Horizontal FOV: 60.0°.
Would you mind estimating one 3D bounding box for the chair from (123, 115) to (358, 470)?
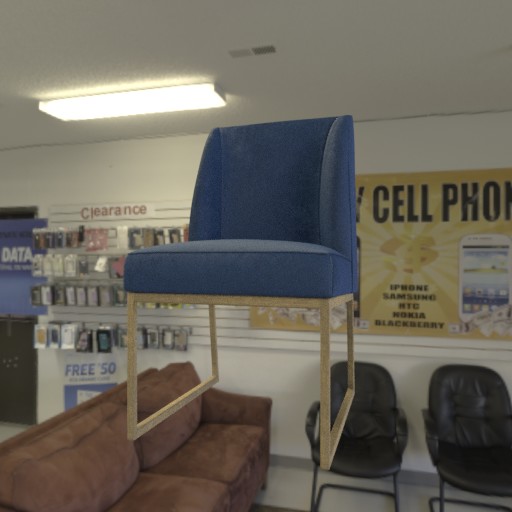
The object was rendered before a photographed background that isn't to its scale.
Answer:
[{"bbox_3d":[0.000,0.000,1.202,0.508,0.863,0.522,0,0,18],"label":"chair"}]
